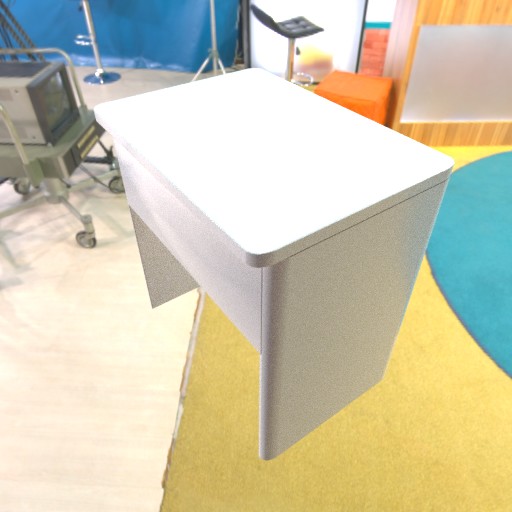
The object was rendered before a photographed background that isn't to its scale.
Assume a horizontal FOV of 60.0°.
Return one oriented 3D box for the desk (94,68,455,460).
[{"bbox_3d":[0.000,0.000,1.334,0.549,0.800,0.762,-25,47,-26],"label":"desk"}]
